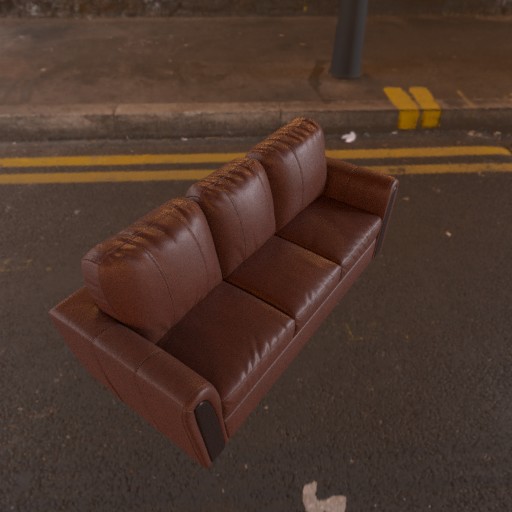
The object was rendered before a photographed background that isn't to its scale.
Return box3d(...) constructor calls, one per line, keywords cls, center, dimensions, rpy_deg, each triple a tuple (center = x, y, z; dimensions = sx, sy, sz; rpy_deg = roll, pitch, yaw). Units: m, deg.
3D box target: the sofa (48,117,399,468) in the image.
box3d(cls="sofa", center=(0.000, 0.000, 2.305), dimensions=(0.802, 0.915, 1.862), rpy_deg=(25, 47, 26))
